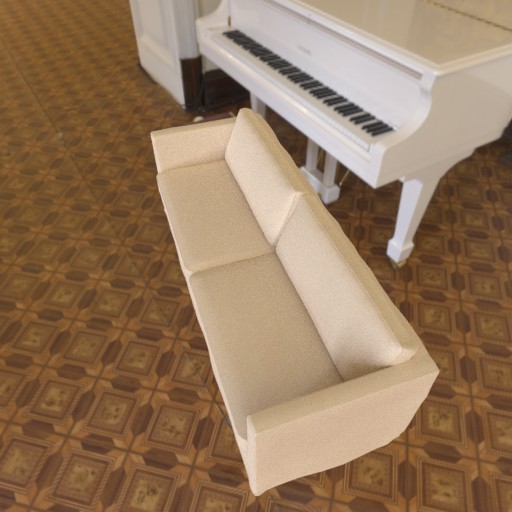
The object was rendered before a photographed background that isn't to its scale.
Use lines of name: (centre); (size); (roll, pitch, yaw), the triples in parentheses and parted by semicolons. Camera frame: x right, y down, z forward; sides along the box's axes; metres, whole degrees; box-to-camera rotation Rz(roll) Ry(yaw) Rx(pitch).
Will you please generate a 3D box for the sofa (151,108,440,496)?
sofa: (0.000, 0.000, 3.236); (1.036, 0.999, 2.779); (-14, 48, -13)
